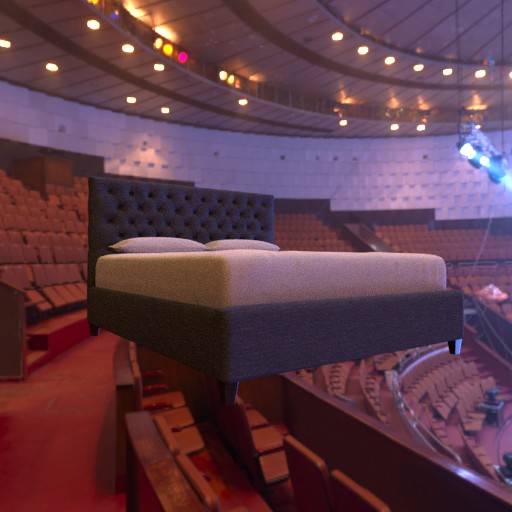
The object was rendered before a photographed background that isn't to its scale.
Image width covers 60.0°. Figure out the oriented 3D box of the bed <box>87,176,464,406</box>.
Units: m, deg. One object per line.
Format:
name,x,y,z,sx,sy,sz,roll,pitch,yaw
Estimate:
bed,0.000,0.000,3.608,2.078,1.427,2.387,0,0,-35
